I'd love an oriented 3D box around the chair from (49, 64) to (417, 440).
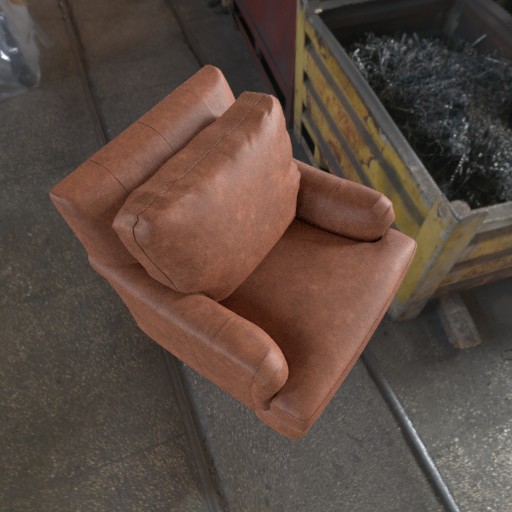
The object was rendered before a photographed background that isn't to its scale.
[{"bbox_3d":[0.000,0.000,1.920,1.158,1.055,0.986,31,62,18],"label":"chair"}]
